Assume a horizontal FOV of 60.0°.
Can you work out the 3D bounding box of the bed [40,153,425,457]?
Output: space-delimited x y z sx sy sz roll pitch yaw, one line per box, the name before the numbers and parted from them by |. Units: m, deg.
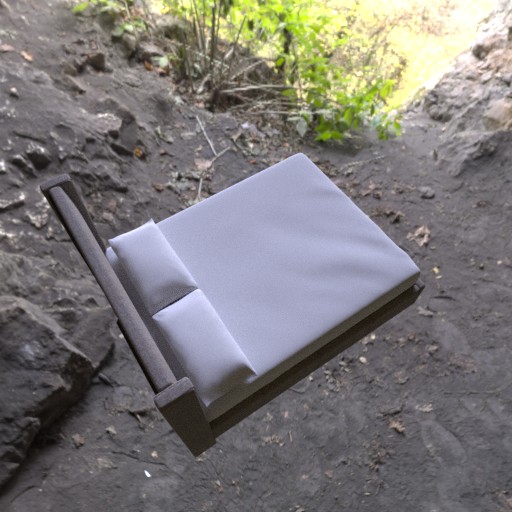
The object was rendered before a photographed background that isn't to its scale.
bed | 0.000 0.000 3.424 2.245 1.476 1.714 -29 62 -17
